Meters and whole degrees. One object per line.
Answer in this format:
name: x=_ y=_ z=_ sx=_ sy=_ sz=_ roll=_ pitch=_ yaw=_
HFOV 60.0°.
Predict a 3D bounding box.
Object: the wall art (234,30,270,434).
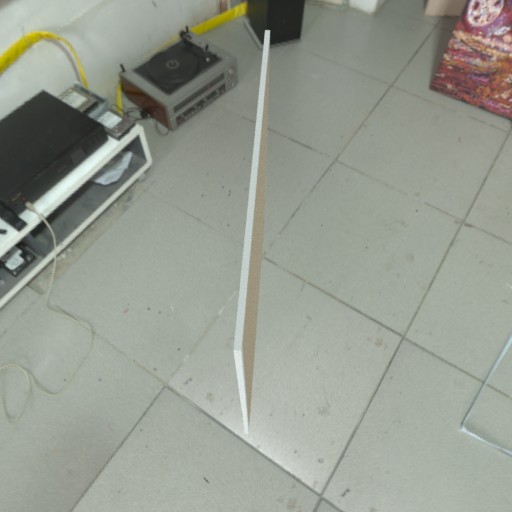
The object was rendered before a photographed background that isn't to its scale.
wall art: x=0.000 y=0.000 z=0.693 sx=0.007 sy=0.456 sz=0.456 roll=3 pitch=60 yaw=2
